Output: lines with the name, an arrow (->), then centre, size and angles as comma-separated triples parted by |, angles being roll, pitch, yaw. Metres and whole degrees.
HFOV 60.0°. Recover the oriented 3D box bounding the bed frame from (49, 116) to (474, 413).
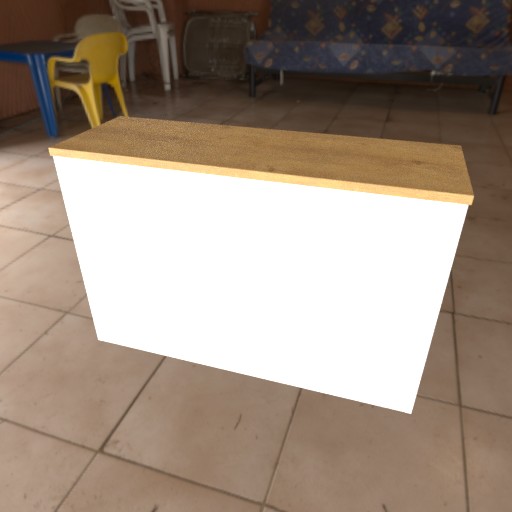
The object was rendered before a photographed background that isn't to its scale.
bed frame -> 0.000, 0.000, 1.691 | 1.300, 0.850, 0.430 | 9, 33, 15
